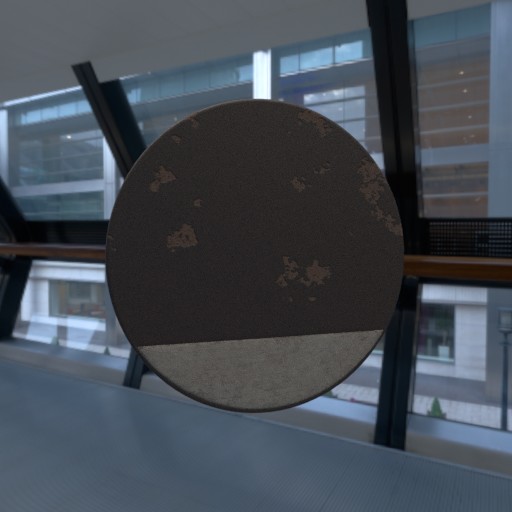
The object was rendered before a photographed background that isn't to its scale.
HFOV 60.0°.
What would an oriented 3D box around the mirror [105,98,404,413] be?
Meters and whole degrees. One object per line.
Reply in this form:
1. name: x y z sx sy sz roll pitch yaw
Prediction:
1. mirror: 0.000 0.000 0.602 0.386 0.386 0.126 -1 2 -18
